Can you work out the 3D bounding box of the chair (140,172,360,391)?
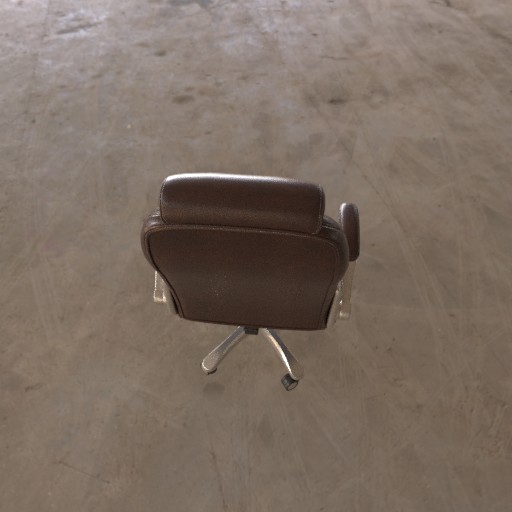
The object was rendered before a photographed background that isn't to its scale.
[{"bbox_3d":[0.000,0.000,1.666,0.733,1.160,0.774,4,47,4],"label":"chair"}]
